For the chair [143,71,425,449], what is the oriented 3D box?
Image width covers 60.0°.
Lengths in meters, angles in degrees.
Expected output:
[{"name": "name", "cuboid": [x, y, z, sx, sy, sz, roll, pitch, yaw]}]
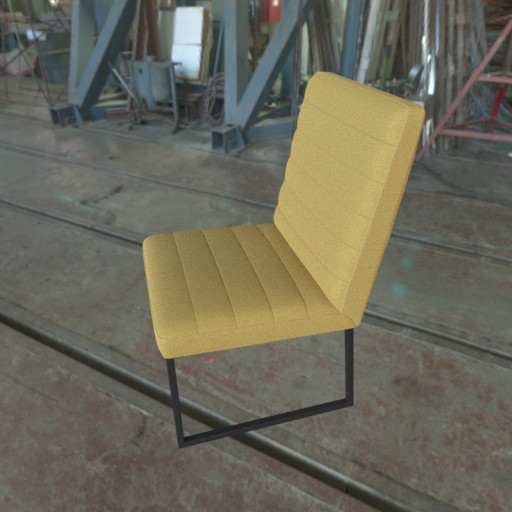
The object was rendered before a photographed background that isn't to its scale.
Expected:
[{"name": "chair", "cuboid": [0.000, 0.000, 1.299, 0.634, 0.930, 0.520, -9, 32, -14]}]
